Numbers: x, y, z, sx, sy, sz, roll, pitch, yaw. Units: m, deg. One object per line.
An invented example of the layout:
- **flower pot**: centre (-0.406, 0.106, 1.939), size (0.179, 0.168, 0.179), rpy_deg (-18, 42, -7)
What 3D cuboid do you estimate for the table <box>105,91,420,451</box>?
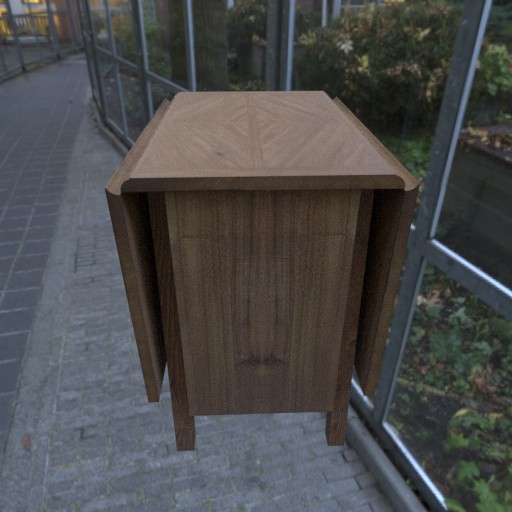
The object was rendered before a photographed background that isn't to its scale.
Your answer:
- **table**: centre (0.000, 0.000, 1.638), size (0.701, 0.981, 0.967), rpy_deg (-1, 31, -2)
